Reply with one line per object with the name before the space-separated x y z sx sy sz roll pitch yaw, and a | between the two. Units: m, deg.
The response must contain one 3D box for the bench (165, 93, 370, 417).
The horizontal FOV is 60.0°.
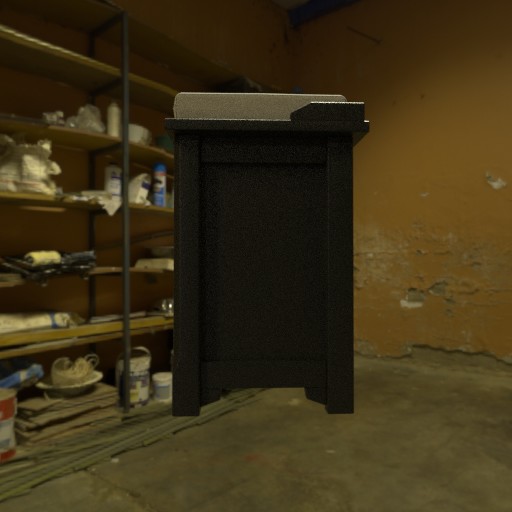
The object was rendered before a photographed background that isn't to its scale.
bench | 0.000 0.000 1.225 0.345 0.561 0.973 0 -1 -2
